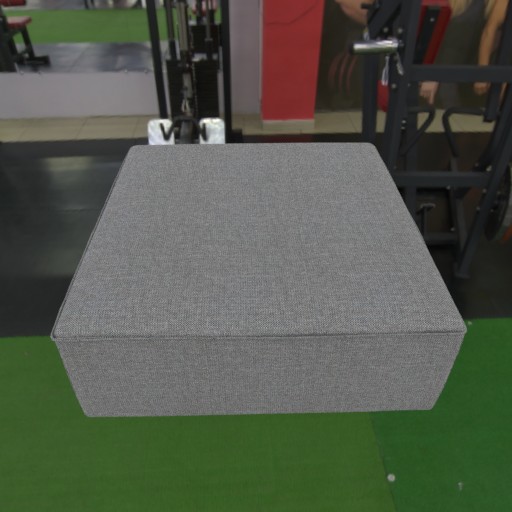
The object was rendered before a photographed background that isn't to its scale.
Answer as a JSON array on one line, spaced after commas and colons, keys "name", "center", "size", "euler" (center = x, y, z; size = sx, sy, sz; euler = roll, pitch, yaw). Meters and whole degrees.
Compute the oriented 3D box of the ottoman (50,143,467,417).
[{"name": "ottoman", "center": [0.000, 0.000, 1.535], "size": [1.023, 0.423, 1.017], "euler": [-1, 40, -1]}]
